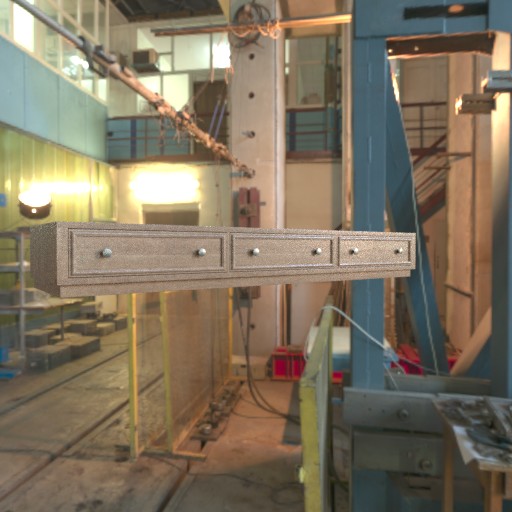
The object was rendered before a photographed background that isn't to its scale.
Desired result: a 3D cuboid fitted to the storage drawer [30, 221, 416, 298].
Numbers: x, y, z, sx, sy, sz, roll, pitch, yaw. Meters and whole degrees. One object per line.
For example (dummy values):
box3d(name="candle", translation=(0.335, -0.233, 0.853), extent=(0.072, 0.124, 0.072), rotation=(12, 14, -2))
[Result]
box3d(name="storage drawer", translation=(0.000, 0.000, 2.302), extent=(2.032, 0.264, 0.538), rotation=(-1, 1, -36))
